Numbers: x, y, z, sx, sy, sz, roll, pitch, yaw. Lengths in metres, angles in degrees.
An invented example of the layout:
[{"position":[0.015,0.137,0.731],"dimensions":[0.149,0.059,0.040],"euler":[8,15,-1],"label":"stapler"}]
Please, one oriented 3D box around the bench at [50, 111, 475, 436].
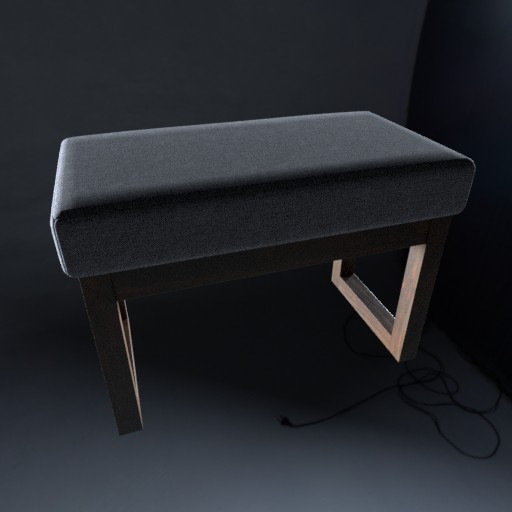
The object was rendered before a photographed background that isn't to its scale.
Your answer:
[{"position":[0.000,0.000,0.918],"dimensions":[0.681,0.467,0.366],"euler":[-10,33,-15],"label":"bench"}]
